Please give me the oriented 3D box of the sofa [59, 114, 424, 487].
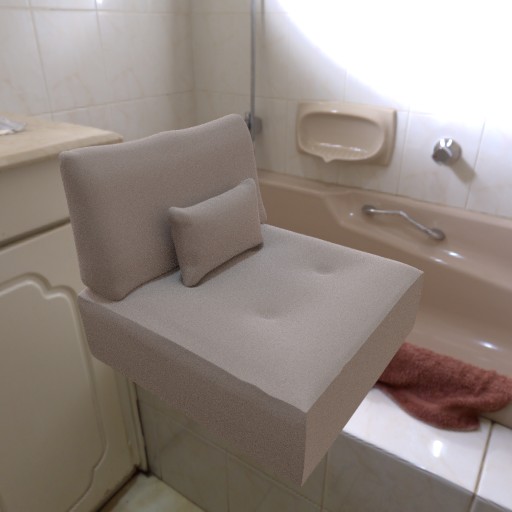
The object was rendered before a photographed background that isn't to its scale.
[{"bbox_3d":[0.000,0.000,1.653,1.000,0.828,0.935,19,32,32],"label":"sofa"}]
